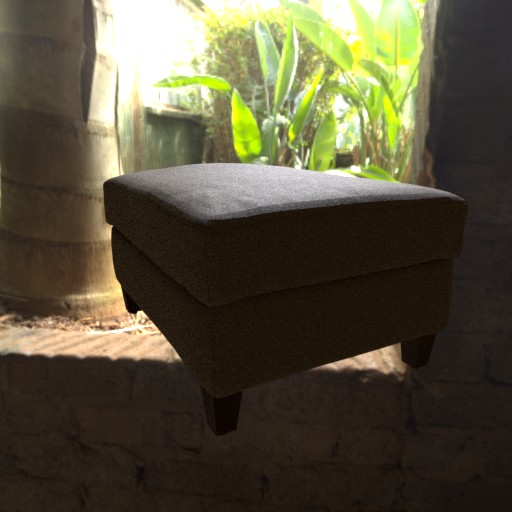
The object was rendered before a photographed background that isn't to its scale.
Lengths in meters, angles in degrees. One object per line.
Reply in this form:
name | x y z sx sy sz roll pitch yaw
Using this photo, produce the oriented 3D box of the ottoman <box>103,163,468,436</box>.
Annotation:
ottoman | 0.000 0.000 1.294 0.692 0.511 0.889 -8 17 -28
